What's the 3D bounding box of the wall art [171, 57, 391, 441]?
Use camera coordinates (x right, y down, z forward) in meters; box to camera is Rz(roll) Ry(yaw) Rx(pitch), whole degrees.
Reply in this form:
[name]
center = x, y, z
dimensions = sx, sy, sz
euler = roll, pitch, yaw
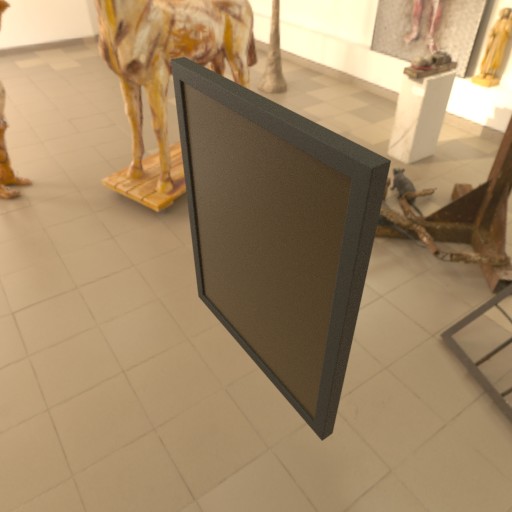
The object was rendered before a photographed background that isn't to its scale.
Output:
[wall art]
center = 0.000, 0.000, 0.782
dimensions = 0.028, 0.558, 0.457
euler = -24, 45, -26
